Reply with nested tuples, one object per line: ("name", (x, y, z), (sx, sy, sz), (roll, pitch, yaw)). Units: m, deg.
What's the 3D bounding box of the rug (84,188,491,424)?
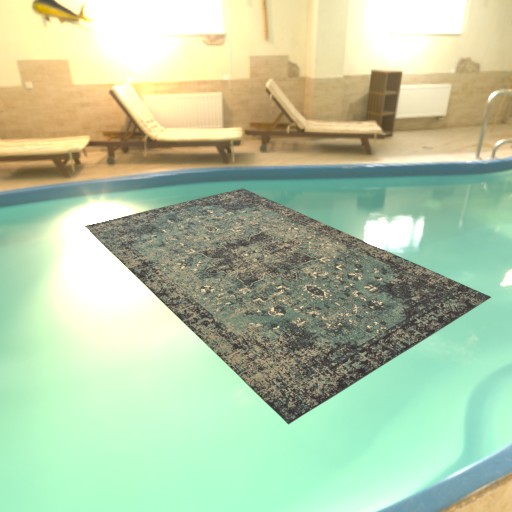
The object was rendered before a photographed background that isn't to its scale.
("rug", (0.000, 0.000, 2.985), (1.525, 0.007, 2.440), (-19, 32, -32))
